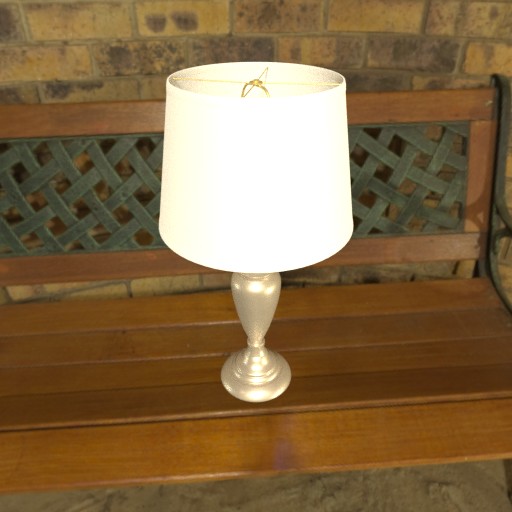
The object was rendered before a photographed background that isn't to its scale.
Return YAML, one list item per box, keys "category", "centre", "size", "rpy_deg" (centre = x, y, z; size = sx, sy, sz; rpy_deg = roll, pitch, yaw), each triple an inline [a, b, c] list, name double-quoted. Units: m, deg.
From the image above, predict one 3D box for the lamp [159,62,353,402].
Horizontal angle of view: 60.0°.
- category: "lamp"
  centre: [0.000, 0.000, 0.803]
  size: [0.328, 0.612, 0.328]
  rpy_deg: [0, 33, 0]
